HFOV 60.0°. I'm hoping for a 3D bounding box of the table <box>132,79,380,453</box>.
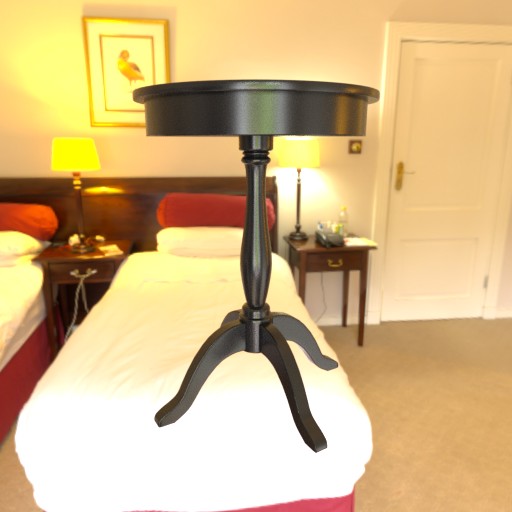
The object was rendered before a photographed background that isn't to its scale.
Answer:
[{"bbox_3d":[0.000,0.000,0.966,0.481,0.665,0.481,0,15,0],"label":"table"}]
